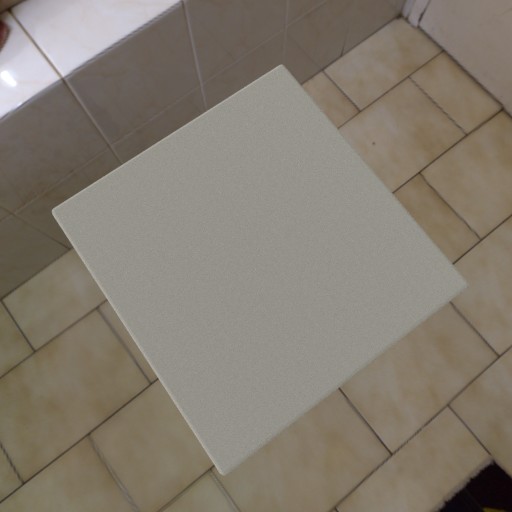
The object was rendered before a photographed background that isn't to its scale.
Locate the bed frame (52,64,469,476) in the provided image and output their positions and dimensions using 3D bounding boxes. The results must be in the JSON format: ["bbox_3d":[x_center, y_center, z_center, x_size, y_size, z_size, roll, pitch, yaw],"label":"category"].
[{"bbox_3d":[0.000,0.000,4.053,2.526,0.680,2.635,-35,79,-8],"label":"bed frame"}]
